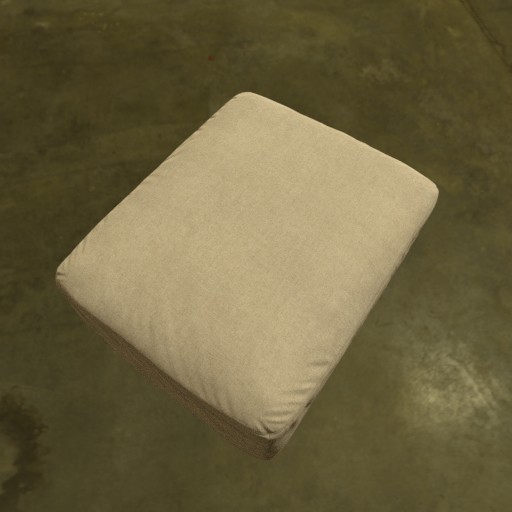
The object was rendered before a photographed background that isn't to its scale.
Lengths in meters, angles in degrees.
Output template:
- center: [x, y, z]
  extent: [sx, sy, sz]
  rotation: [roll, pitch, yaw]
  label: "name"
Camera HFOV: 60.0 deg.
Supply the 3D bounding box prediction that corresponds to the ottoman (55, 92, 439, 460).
- center: [0.000, 0.000, 1.239]
  extent: [0.683, 0.481, 0.837]
  rotation: [32, 66, 16]
  label: "ottoman"
